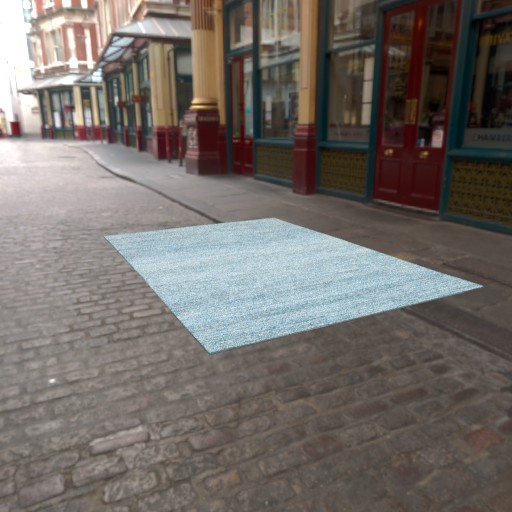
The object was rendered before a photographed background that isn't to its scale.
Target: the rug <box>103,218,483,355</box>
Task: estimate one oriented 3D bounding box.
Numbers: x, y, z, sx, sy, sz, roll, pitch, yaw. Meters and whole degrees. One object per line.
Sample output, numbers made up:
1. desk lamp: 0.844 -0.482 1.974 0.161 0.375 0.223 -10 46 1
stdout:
1. rug: 0.000 0.000 2.998 1.611 0.026 2.260 -8 18 -27
